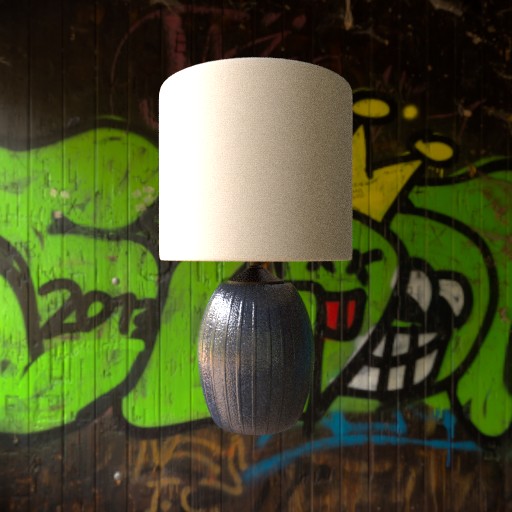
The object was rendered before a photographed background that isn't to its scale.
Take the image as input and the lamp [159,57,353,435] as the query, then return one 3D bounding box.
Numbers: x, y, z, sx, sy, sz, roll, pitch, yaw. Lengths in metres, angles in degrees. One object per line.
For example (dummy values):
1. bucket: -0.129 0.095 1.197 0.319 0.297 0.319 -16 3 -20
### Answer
1. lamp: 0.000 0.000 0.774 0.329 0.570 0.329 0 0 -35
